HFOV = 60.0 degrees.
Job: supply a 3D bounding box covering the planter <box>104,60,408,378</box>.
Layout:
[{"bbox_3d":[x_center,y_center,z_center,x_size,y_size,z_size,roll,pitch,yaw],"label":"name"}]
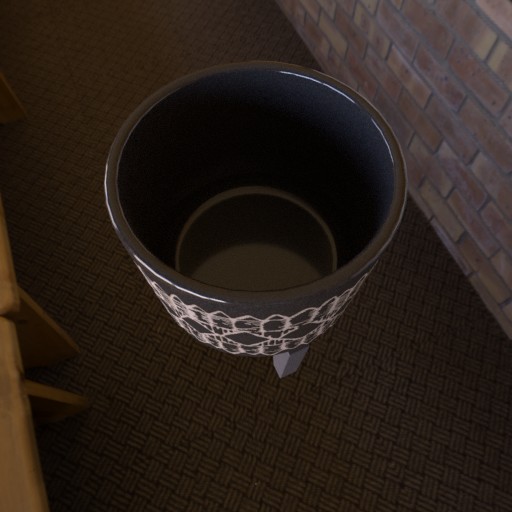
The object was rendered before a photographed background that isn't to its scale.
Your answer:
[{"bbox_3d":[0.000,0.000,0.403,0.196,0.264,0.196,33,67,15],"label":"planter"}]
